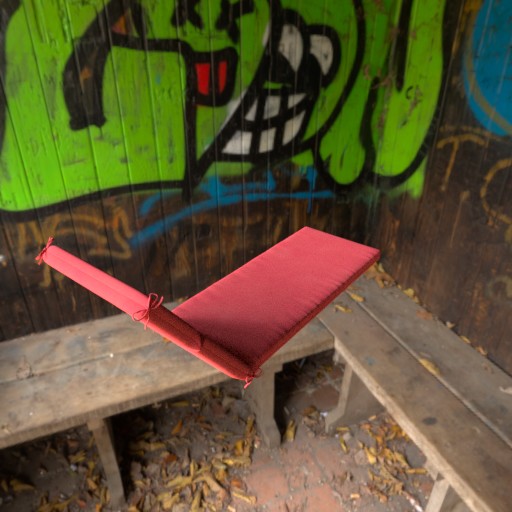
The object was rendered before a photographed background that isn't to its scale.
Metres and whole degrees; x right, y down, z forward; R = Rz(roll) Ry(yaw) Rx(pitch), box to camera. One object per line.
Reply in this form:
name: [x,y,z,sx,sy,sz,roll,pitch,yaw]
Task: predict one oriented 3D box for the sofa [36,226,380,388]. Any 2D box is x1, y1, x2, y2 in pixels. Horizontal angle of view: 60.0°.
sofa: [0.000,0.000,1.989,0.582,0.622,1.663,21,36,33]
